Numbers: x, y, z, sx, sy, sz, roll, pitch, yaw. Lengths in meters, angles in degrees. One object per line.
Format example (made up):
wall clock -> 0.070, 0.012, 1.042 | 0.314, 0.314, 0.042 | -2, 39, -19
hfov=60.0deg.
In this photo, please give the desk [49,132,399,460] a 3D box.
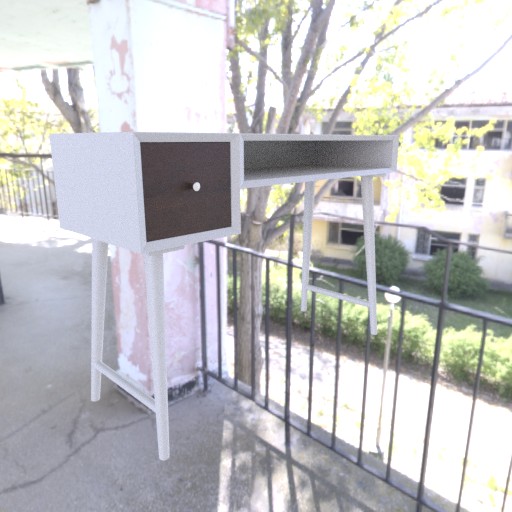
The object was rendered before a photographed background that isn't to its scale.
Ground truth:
desk -> 0.000, 0.000, 1.442 | 0.409, 0.761, 1.069 | 14, 20, 43
